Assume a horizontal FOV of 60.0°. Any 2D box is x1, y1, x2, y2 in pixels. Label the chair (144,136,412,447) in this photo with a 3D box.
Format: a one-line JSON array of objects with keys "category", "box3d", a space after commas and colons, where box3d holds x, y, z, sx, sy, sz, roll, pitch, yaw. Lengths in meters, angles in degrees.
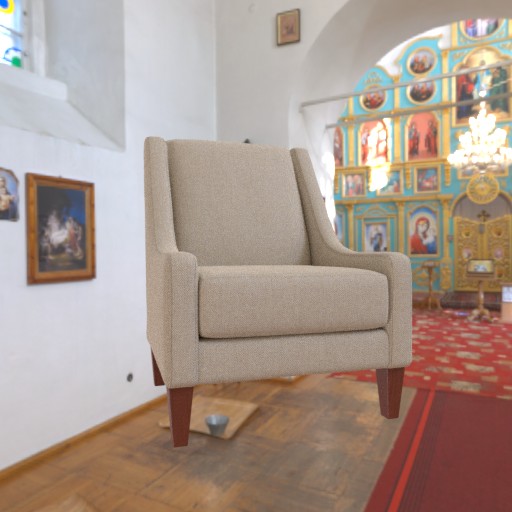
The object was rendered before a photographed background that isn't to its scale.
[{"category": "chair", "box3d": [0.000, 0.000, 1.639, 0.774, 1.014, 0.870, 0, 0, -18]}]
